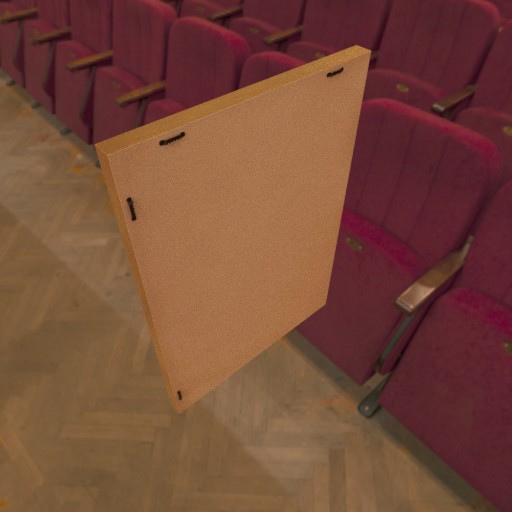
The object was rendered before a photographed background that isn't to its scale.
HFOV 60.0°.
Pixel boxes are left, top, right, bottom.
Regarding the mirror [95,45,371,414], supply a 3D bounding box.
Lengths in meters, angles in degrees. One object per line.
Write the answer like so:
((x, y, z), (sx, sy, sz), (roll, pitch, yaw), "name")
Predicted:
((0.000, 0.000, 0.920), (0.507, 0.710, 0.039), (-32, 53, -27), "mirror")
